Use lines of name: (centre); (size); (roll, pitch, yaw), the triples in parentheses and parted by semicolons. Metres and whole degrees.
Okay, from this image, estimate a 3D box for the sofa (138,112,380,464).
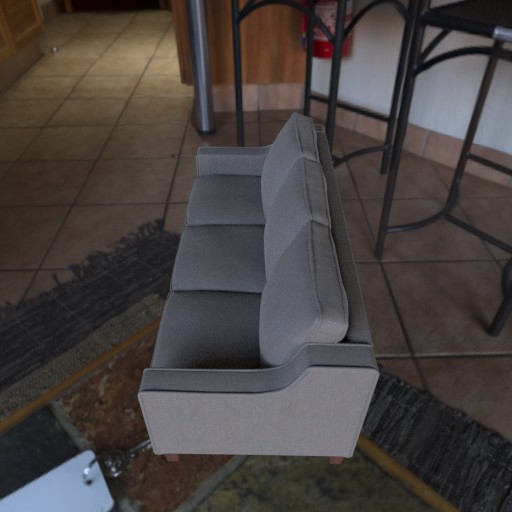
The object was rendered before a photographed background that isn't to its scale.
sofa: (0.000, 0.000, 2.525); (0.911, 0.974, 1.986); (1, 41, 1)
